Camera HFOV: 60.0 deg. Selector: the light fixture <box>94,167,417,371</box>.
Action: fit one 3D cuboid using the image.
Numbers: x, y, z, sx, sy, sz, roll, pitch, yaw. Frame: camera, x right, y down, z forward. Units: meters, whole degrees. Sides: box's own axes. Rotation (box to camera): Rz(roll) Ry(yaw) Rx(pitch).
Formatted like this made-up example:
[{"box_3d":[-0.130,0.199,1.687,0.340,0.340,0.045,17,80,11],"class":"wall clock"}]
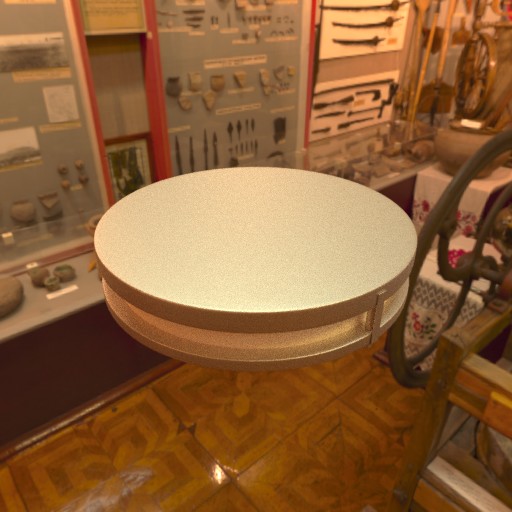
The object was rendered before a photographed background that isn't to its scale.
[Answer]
[{"box_3d":[0.000,0.000,0.532,0.356,0.102,0.356,0,30,0],"class":"light fixture"}]
